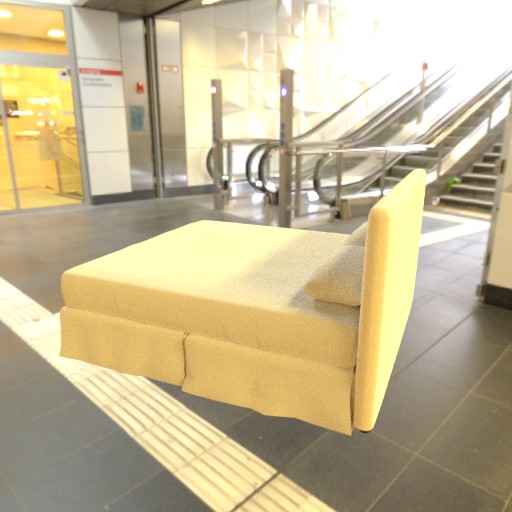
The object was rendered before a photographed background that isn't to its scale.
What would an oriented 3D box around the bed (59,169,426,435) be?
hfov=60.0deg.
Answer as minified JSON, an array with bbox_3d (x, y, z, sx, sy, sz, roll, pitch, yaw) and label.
[{"bbox_3d":[0.000,0.000,3.579,2.341,1.317,2.119,8,18,23],"label":"bed"}]
